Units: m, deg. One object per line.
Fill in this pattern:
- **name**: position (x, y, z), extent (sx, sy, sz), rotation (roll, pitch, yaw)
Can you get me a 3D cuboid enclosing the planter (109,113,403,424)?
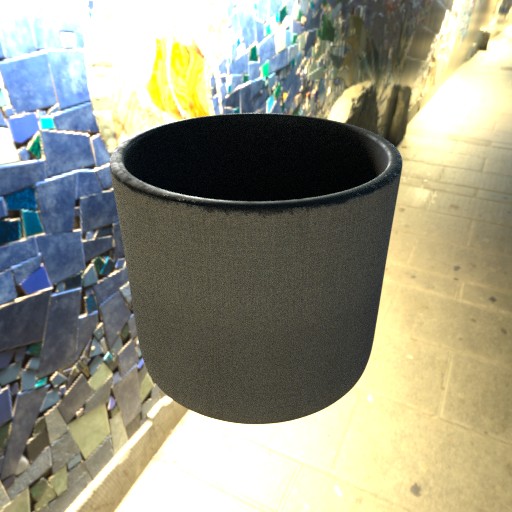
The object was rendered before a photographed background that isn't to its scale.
- **planter**: position (0.000, 0.000, 0.399), extent (0.226, 0.201, 0.226), rotation (0, 31, 0)
